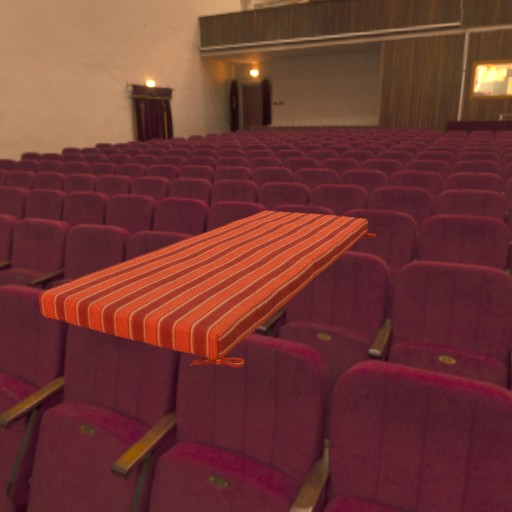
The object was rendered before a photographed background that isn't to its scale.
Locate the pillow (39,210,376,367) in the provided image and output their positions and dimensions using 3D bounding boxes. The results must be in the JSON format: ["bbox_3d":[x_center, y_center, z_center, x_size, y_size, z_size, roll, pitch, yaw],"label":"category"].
[{"bbox_3d":[0.000,0.000,1.342,0.492,0.081,1.187,8,17,25],"label":"pillow"}]
